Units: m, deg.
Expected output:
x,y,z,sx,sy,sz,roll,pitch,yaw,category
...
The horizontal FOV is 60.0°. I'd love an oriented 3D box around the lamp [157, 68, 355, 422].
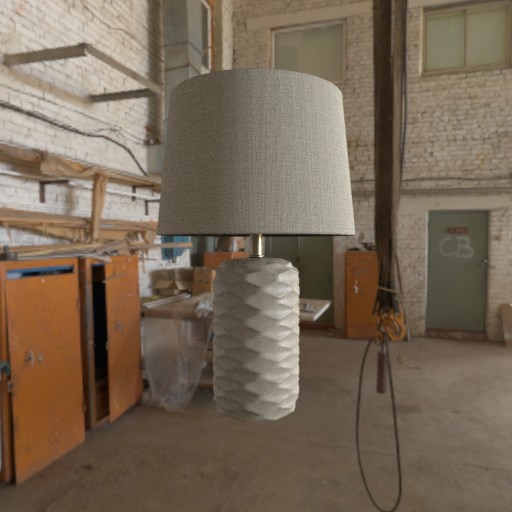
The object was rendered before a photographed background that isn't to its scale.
x,y,z,sx,sy,sz,roll,pitch,yaw,category
0.000,0.000,0.859,0.376,0.594,0.376,0,2,0,lamp
